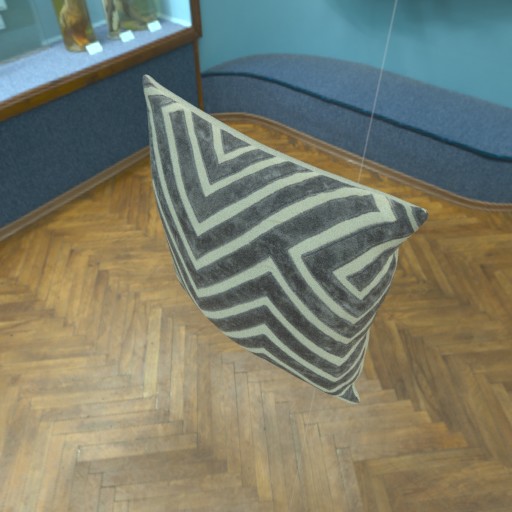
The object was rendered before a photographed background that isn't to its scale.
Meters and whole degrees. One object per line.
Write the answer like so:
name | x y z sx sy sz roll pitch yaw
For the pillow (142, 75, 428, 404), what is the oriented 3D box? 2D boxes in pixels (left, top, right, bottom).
pillow | 0.000 0.000 0.678 0.440 0.441 0.182 32 55 27
